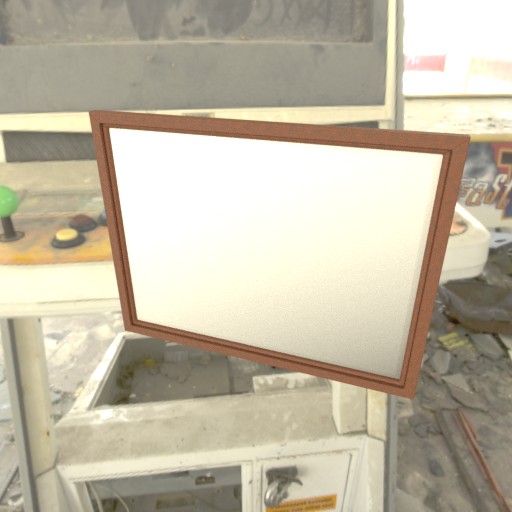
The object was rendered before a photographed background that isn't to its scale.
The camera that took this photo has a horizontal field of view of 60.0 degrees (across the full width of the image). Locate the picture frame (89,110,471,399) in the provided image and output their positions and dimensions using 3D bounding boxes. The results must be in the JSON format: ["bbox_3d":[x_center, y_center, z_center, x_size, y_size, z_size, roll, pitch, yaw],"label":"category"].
[{"bbox_3d":[0.000,0.000,1.725,1.329,1.018,0.045,9,29,17],"label":"picture frame"}]
